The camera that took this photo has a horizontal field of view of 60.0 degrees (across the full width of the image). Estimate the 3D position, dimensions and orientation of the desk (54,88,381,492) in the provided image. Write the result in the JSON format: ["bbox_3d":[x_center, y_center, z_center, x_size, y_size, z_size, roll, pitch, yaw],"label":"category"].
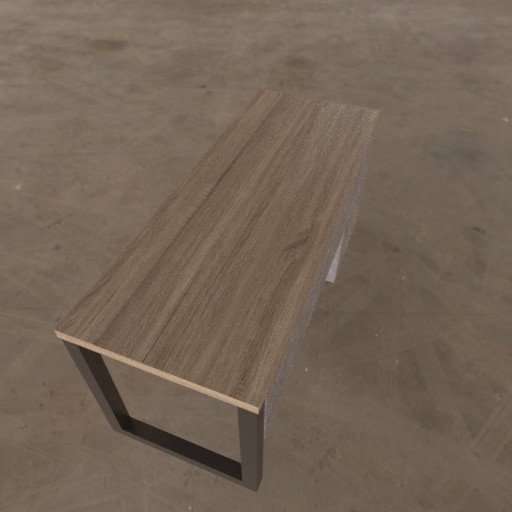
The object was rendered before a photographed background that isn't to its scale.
[{"bbox_3d":[0.000,0.000,2.074,0.690,0.760,1.700,16,48,15],"label":"desk"}]
